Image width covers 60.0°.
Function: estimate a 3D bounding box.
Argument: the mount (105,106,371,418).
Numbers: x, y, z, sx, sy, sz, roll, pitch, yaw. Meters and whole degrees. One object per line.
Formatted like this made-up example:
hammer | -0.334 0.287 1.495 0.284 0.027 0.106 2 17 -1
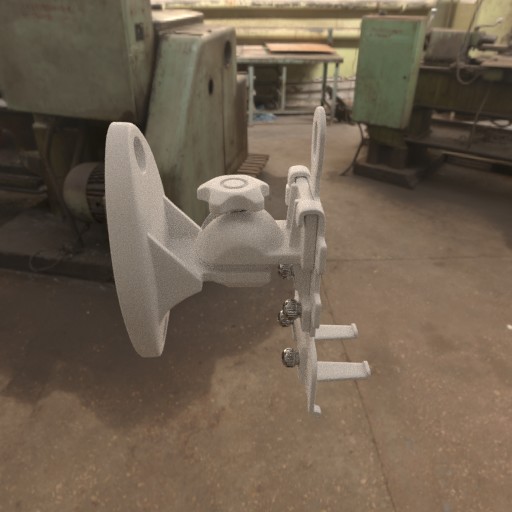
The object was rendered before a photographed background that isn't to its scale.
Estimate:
mount | 0.000 0.000 0.181 0.100 0.118 0.066 -1 31 -1
